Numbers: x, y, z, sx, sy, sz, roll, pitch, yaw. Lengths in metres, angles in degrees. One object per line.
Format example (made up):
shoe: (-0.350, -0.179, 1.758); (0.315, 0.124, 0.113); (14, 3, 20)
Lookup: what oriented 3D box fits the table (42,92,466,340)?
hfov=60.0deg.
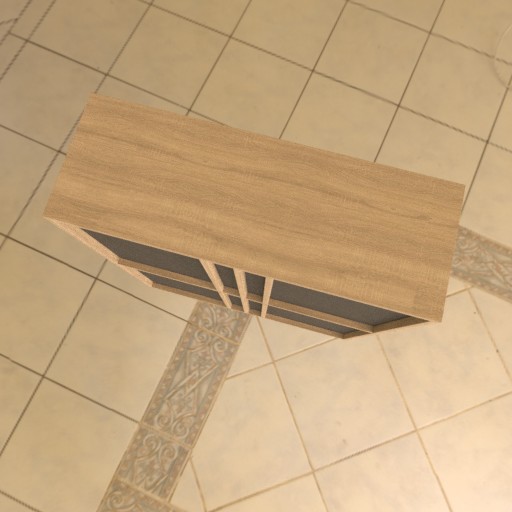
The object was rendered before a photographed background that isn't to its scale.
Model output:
table: (0.000, 0.000, 1.905); (1.111, 1.388, 0.398); (15, 78, 3)
